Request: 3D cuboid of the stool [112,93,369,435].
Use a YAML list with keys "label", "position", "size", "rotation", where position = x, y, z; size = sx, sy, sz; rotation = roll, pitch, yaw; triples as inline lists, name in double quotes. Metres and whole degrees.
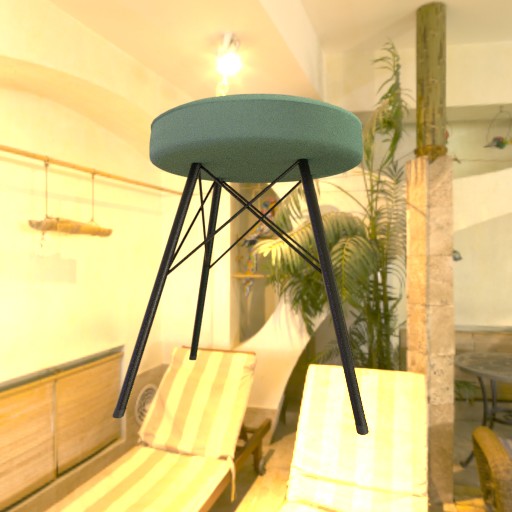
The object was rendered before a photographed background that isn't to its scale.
- label: "stool"
  position: [0.000, 0.000, 0.873]
  size: [0.457, 0.519, 0.458]
  rotation: [0, 0, 18]
